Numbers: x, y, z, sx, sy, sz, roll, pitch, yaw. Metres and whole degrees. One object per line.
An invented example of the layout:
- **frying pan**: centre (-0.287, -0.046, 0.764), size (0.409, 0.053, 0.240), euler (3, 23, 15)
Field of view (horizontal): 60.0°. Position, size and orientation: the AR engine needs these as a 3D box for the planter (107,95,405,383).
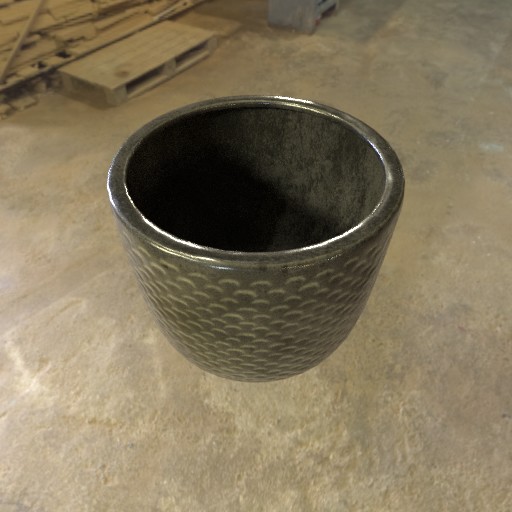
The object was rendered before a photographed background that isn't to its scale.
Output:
- **planter**: centre (0.000, 0.000, 0.255), size (0.140, 0.129, 0.140), euler (0, 46, 0)
